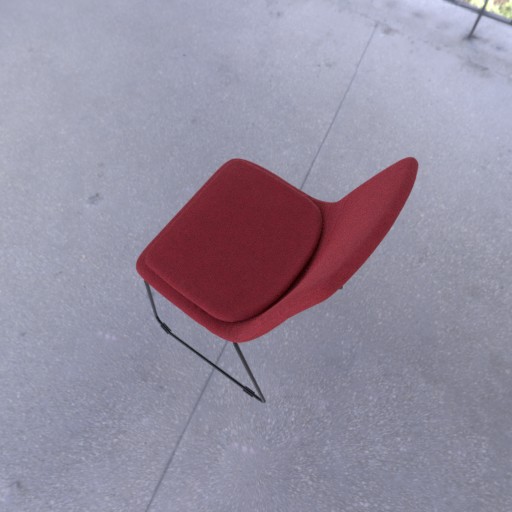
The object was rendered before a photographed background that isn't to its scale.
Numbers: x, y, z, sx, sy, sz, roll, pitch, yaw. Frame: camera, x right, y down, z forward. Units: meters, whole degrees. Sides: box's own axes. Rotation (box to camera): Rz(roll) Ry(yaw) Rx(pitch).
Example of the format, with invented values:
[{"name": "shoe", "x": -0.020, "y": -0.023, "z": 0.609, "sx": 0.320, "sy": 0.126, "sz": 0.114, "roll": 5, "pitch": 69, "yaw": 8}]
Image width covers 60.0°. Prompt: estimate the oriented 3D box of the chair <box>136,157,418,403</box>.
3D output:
[{"name": "chair", "x": 0.000, "y": 0.000, "z": 1.127, "sx": 0.518, "sy": 0.858, "sz": 0.479, "roll": 33, "pitch": 68, "yaw": 15}]
